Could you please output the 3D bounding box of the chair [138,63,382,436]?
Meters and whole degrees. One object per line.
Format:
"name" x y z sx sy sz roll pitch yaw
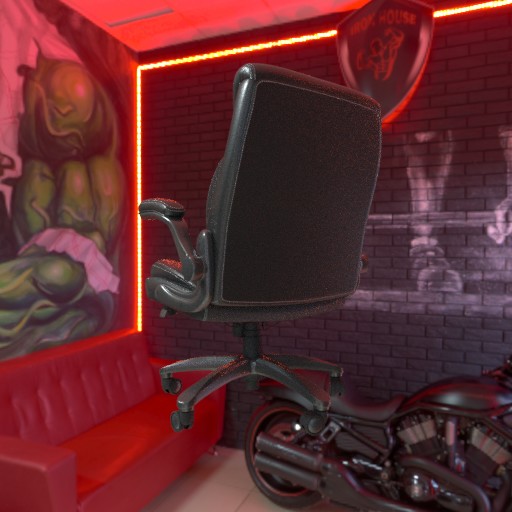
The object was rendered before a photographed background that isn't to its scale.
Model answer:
"chair" 0.000 0.000 1.628 0.782 1.110 0.724 -1 1 -36
